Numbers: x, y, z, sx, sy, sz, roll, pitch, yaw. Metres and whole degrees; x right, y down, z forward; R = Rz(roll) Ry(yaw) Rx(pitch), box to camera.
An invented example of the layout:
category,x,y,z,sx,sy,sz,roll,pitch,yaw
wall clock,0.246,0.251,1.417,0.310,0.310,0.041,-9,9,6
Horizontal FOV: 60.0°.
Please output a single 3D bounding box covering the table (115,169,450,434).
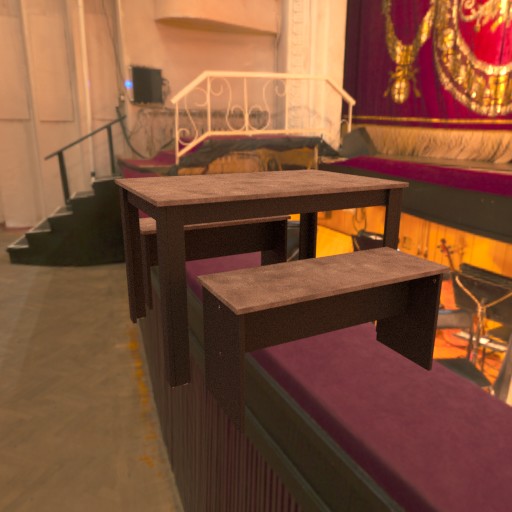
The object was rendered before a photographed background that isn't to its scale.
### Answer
category,x,y,z,sx,sy,sz,roll,pitch,yaw
table,0.000,0.000,2.079,1.100,0.700,1.443,-8,18,-26
